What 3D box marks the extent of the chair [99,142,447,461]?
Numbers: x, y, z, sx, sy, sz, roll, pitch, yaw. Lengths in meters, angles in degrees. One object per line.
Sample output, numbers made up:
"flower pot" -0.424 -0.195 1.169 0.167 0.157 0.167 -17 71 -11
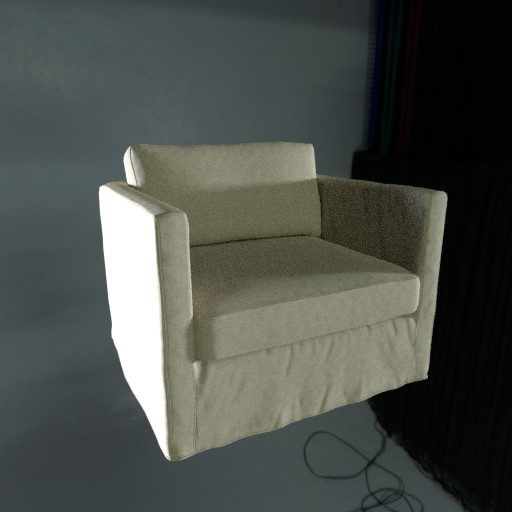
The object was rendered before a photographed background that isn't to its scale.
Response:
"chair" 0.000 0.000 1.755 1.057 0.867 0.949 -8 17 -26
